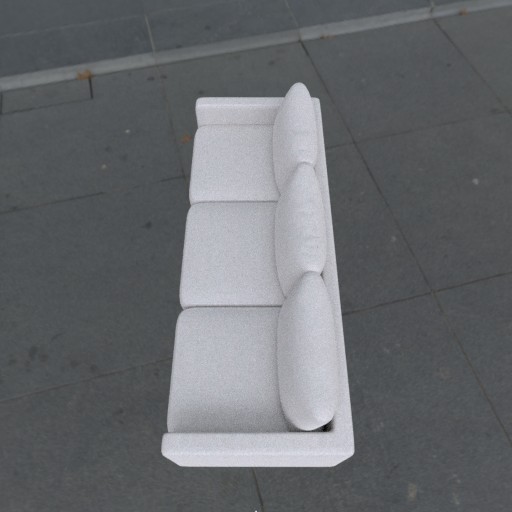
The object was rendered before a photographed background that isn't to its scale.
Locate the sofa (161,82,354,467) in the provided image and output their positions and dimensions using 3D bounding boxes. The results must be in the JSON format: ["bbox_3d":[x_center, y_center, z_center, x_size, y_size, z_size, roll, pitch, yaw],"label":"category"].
[{"bbox_3d":[0.000,0.000,2.626,0.859,0.874,2.218,0,60,0],"label":"sofa"}]
